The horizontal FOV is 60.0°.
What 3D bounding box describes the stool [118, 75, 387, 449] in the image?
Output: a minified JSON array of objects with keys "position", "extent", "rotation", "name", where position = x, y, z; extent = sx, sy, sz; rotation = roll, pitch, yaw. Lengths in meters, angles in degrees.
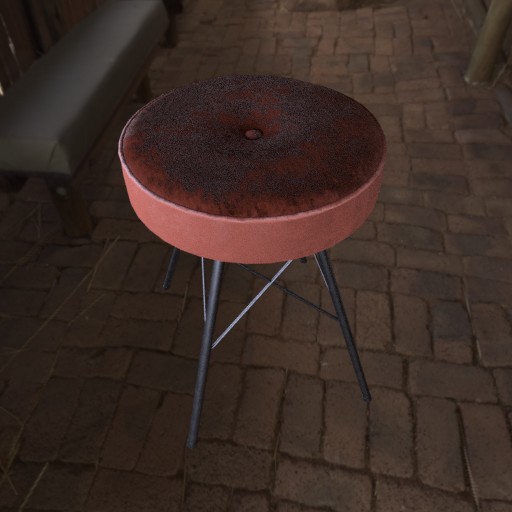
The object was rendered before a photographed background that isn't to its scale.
[{"position":[0.000,0.000,0.891],"extent":[0.421,0.593,0.457],"rotation":[-11,47,-10],"name":"stool"}]
